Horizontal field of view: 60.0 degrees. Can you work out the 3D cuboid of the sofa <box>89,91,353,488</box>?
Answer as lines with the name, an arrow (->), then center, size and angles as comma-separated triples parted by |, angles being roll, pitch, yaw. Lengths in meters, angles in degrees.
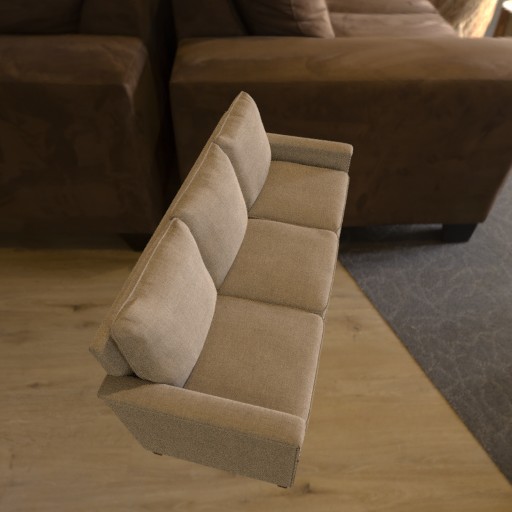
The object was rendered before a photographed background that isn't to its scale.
sofa -> 0.000, 0.000, 2.320 | 0.828, 0.959, 1.925 | 10, 47, 9
